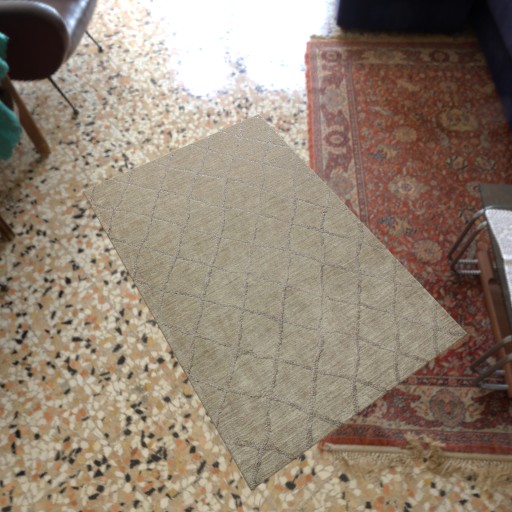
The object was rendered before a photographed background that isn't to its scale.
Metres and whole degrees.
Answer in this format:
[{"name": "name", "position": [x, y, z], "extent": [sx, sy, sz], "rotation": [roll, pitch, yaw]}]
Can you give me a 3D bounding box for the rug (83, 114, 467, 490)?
[{"name": "rug", "position": [0.000, 0.000, 2.920], "extent": [1.521, 0.015, 2.280], "rotation": [-29, 63, -16]}]
